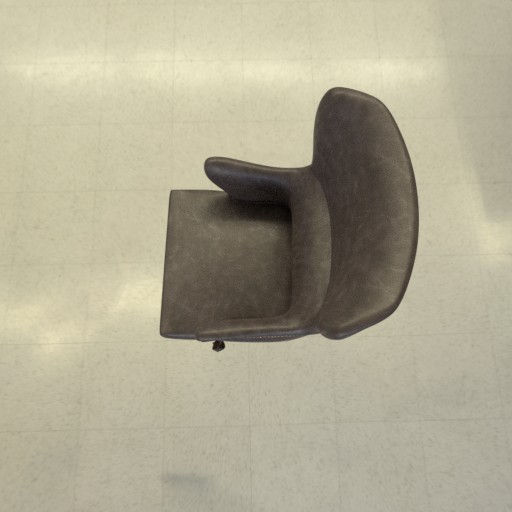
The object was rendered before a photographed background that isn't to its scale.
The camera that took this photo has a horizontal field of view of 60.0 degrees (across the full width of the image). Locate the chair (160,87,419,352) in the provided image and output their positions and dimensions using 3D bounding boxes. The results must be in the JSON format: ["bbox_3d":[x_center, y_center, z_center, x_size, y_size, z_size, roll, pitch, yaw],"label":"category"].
[{"bbox_3d":[0.000,0.000,1.456,0.717,1.037,0.594,1,76,0],"label":"chair"}]
